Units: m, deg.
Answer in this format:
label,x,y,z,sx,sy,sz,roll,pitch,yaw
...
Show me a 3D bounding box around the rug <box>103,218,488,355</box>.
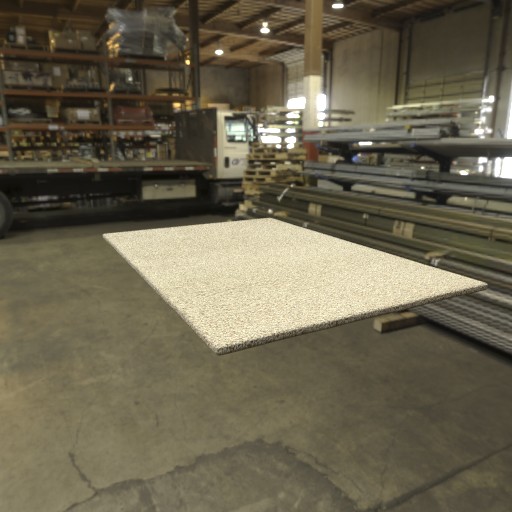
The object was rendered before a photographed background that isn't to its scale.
label,x,y,z,sx,sy,sz,roll,pitch,yaw
rug,0.000,0.000,2.295,1.219,0.030,1.778,-8,17,-27
